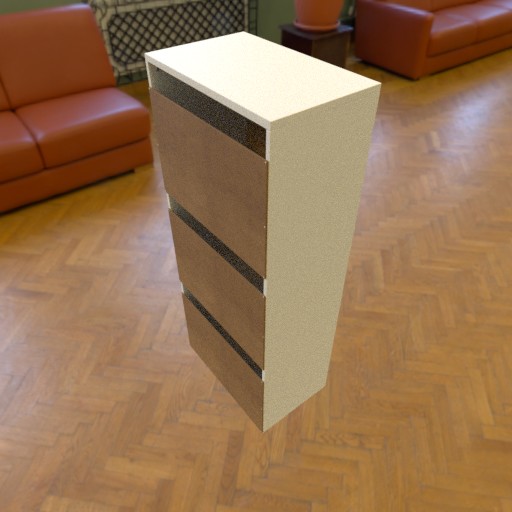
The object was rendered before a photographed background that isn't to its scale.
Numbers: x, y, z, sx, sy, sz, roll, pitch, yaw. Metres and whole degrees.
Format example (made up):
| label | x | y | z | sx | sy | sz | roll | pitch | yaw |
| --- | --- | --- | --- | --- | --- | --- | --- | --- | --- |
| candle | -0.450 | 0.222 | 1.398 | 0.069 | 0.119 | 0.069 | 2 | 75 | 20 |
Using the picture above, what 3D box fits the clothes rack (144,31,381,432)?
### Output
| label | x | y | z | sx | sy | sz | roll | pitch | yaw |
| --- | --- | --- | --- | --- | --- | --- | --- | --- | --- |
| clothes rack | 0.000 | 0.000 | 1.433 | 0.331 | 1.187 | 0.500 | -27 | 48 | -27 |
